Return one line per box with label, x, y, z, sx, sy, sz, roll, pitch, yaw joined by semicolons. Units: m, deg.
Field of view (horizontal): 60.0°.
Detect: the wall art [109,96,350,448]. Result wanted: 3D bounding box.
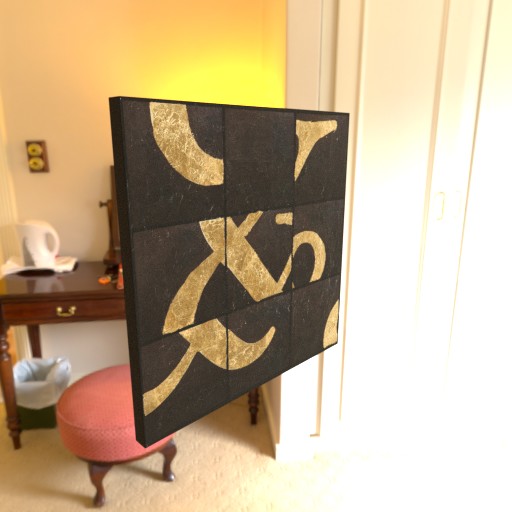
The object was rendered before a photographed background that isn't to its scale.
wall art;0.000;0.000;1.187;0.044;0.758;0.758;14;20;43
